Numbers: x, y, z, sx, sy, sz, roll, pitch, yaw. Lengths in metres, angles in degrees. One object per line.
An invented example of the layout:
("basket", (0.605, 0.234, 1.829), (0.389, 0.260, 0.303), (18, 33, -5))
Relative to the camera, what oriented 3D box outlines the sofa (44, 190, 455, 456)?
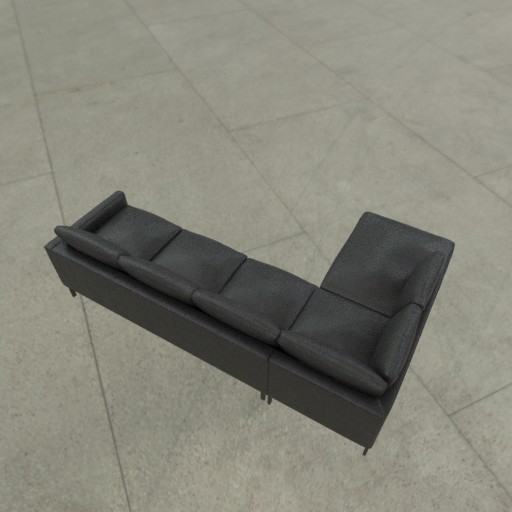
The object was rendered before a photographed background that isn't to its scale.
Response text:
("sofa", (0.000, 0.000, 3.890), (2.984, 0.877, 1.938), (23, 51, 20))
